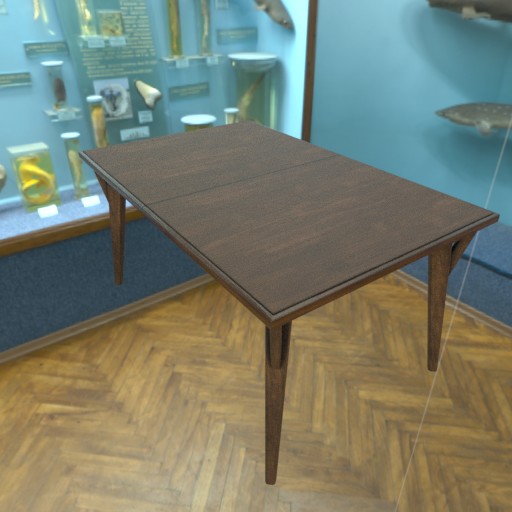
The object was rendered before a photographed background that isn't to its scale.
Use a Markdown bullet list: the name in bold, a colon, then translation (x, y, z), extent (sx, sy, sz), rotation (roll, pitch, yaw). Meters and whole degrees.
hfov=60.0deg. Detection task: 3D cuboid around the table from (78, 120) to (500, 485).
- **table**: translation (0.000, 0.000, 2.013), extent (0.990, 0.761, 1.524), rotation (-20, 37, -30)
